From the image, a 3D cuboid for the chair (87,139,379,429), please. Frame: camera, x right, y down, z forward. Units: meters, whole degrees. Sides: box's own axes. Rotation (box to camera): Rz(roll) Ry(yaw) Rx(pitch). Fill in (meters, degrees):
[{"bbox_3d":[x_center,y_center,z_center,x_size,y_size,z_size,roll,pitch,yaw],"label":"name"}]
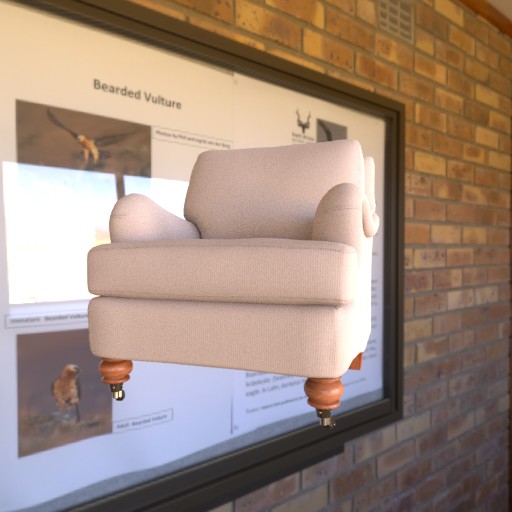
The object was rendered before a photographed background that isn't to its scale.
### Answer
[{"bbox_3d":[0.000,0.000,1.850,0.955,1.038,1.070,0,1,19],"label":"chair"}]
